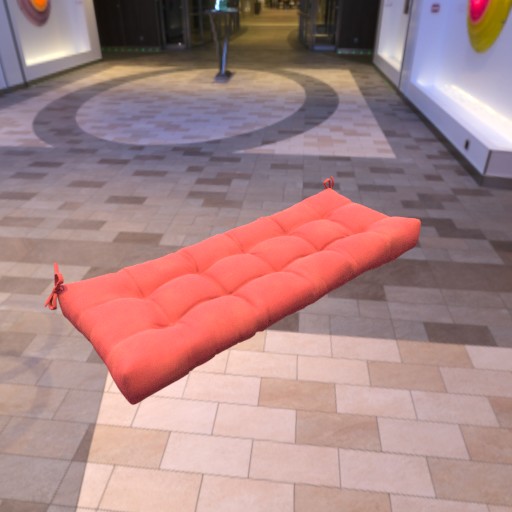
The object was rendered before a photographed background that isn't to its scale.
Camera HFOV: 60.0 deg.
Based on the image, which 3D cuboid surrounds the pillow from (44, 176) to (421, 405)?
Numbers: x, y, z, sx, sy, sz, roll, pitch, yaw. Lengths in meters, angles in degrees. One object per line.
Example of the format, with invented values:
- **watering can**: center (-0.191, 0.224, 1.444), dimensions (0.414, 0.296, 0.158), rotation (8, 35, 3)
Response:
- **pillow**: center (0.000, 0.000, 1.410), dimensions (1.194, 0.174, 0.511), rotation (-23, 38, -34)
